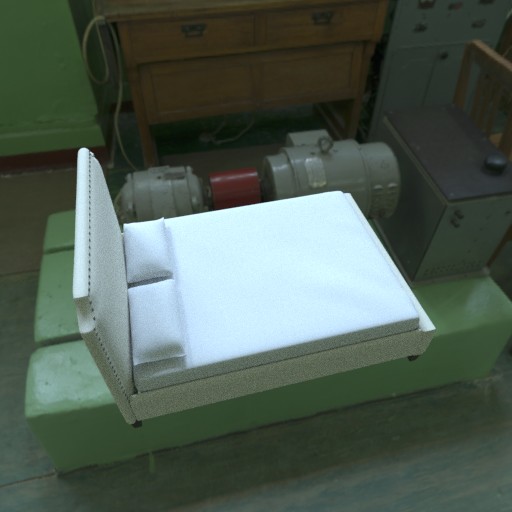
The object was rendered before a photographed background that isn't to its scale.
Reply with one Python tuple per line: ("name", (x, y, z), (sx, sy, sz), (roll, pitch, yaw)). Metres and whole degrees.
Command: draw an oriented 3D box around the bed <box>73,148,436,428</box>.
("bed", (0.000, 0.000, 3.477), (2.372, 1.443, 1.712), (-11, 48, -10))
